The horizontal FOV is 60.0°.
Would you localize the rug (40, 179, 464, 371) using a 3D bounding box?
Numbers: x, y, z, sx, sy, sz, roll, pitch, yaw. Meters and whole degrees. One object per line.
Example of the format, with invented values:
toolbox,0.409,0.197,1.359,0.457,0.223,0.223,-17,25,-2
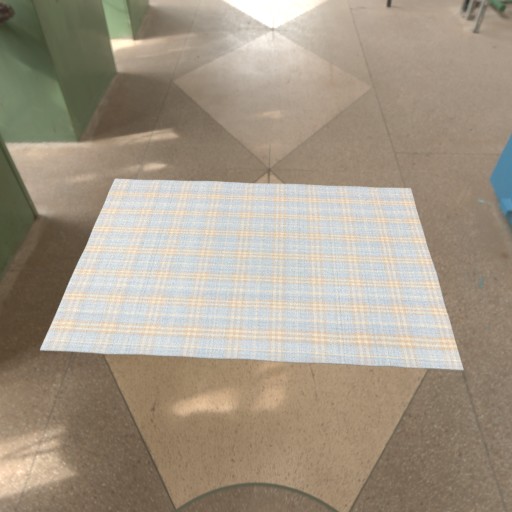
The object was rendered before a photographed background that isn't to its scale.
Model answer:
rug,0.000,0.000,2.321,1.835,0.012,1.231,2,47,2
